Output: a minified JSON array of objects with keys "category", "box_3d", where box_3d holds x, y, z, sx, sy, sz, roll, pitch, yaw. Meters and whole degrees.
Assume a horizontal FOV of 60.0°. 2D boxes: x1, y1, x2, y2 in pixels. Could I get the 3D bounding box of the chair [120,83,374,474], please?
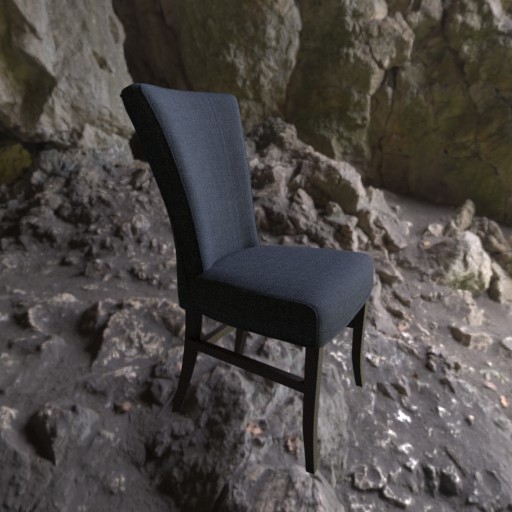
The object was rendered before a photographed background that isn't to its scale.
[{"category":"chair","box_3d":[0.000,0.000,1.377,0.660,0.991,0.520,9,18,27]}]
